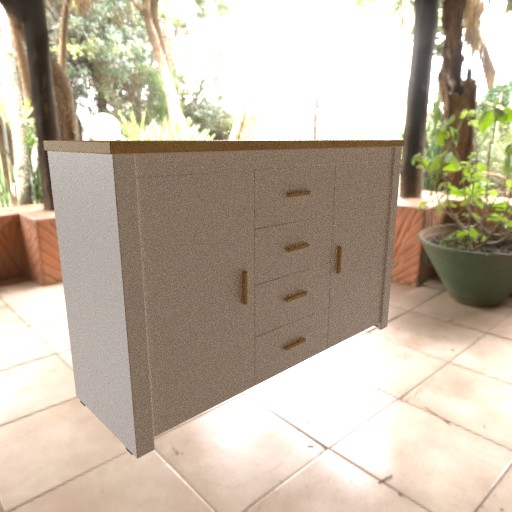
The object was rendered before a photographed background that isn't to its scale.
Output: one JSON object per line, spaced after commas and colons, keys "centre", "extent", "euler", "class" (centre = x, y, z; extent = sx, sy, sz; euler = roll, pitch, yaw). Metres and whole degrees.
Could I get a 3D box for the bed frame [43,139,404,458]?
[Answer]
{"centre": [0.000, 0.000, 1.680], "extent": [1.300, 0.850, 0.430], "euler": [-14, 20, -41], "class": "bed frame"}
